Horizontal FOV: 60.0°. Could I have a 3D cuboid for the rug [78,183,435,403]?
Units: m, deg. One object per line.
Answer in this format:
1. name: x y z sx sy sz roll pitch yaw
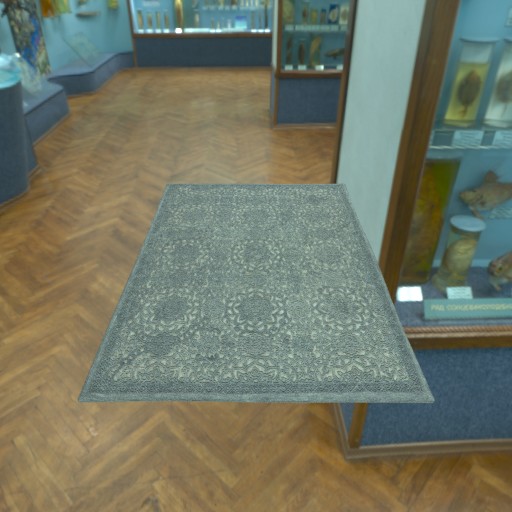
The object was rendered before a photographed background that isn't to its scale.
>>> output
1. rug: 0.000 0.000 2.277 1.224 0.016 1.830 0 33 0
